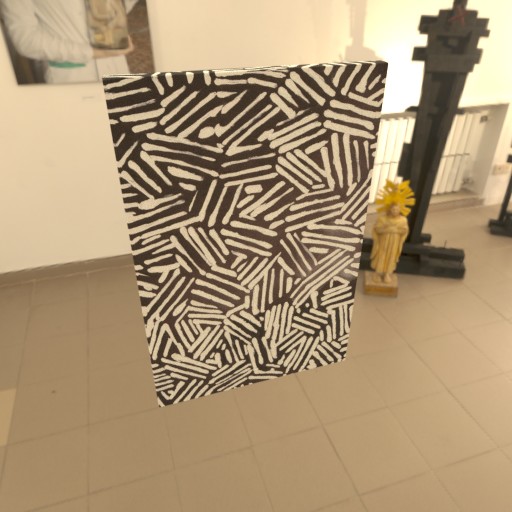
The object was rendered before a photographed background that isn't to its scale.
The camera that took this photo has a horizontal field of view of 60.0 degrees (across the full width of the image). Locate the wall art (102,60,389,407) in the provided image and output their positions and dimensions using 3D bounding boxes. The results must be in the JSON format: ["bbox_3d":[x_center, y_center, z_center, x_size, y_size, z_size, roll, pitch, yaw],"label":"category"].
[{"bbox_3d":[0.000,0.000,1.163,0.615,0.918,0.035,-10,33,-15],"label":"wall art"}]
